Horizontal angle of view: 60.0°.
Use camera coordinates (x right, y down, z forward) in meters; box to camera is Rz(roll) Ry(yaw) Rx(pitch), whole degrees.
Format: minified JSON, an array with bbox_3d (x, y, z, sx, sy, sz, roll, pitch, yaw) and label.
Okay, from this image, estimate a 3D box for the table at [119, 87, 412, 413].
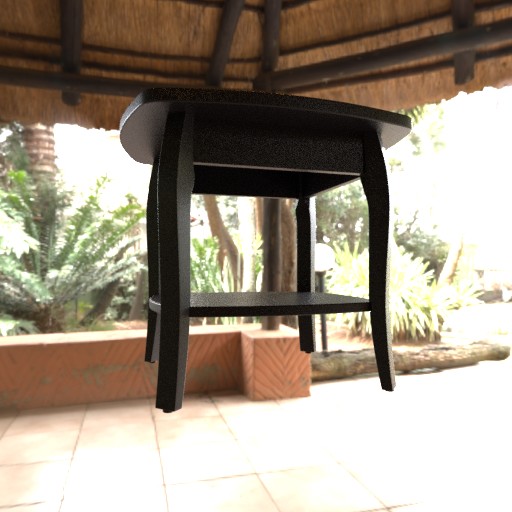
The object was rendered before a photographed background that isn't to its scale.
[{"bbox_3d":[0.000,0.000,0.857,0.508,0.457,0.457,0,-1,-17],"label":"table"}]
